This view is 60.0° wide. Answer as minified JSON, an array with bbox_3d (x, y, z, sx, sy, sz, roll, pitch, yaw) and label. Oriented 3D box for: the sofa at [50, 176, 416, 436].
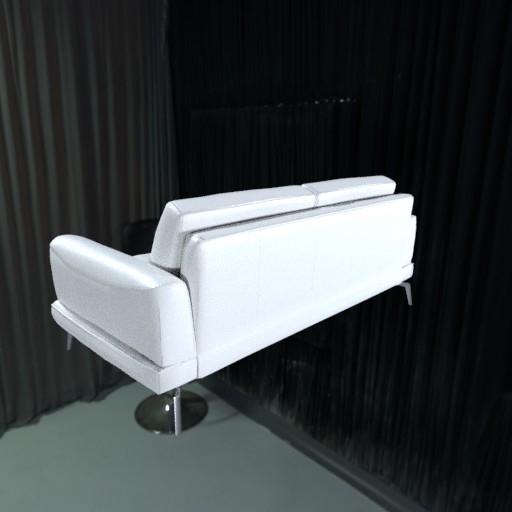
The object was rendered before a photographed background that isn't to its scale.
[{"bbox_3d":[0.000,0.000,2.734,1.121,0.930,2.177,15,21,43],"label":"sofa"}]
